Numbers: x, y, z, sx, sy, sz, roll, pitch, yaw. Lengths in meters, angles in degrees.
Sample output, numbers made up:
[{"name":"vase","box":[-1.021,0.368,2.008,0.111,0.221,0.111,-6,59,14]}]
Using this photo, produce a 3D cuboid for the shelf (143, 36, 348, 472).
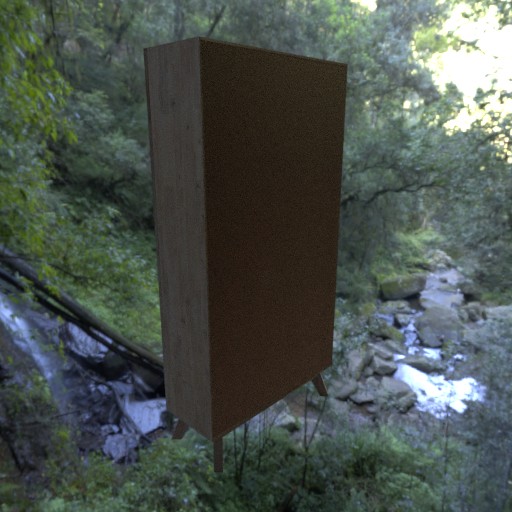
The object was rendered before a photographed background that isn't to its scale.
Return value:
[{"name":"shelf","box":[0.000,0.000,1.778,0.308,1.471,0.748,15,22,42]}]
